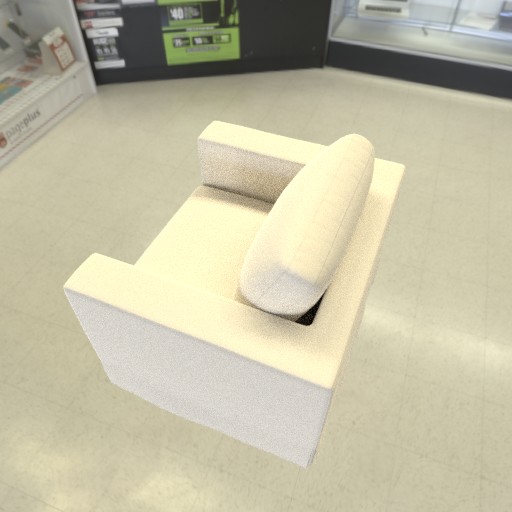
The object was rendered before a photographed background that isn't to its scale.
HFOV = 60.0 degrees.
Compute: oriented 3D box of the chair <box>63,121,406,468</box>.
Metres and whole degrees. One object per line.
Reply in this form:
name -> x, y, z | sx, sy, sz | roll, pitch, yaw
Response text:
chair -> 0.000, 0.000, 1.823 | 0.957, 0.878, 1.150 | 18, 50, 15
